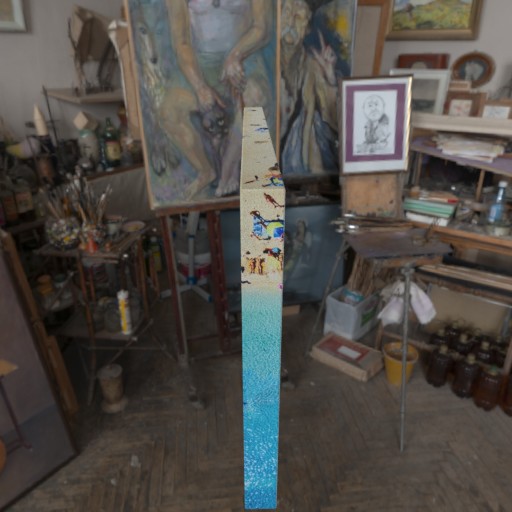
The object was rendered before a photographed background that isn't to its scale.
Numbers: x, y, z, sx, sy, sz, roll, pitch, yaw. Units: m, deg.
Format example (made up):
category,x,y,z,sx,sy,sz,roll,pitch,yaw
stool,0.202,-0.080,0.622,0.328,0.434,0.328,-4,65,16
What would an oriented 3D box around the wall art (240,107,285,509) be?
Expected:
category,x,y,z,sx,sy,sz,roll,pitch,yaw
wall art,0.000,0.000,0.737,0.039,0.406,0.609,0,25,-1
